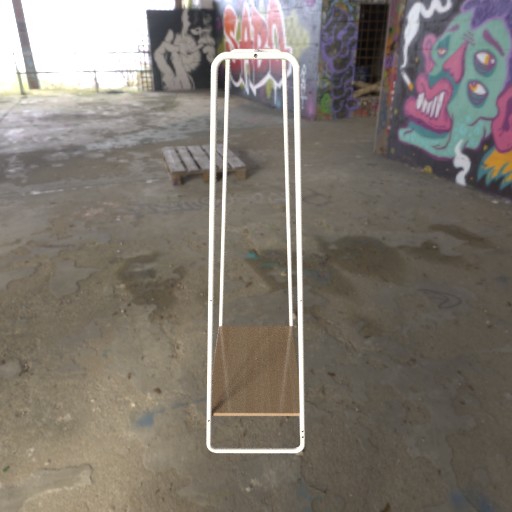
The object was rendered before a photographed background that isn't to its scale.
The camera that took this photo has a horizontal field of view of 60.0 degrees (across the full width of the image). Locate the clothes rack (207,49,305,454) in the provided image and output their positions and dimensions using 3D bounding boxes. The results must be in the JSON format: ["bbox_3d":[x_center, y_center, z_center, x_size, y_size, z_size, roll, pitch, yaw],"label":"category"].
[{"bbox_3d":[0.000,0.000,1.780,0.400,1.500,0.640,0,26,0],"label":"clothes rack"}]
